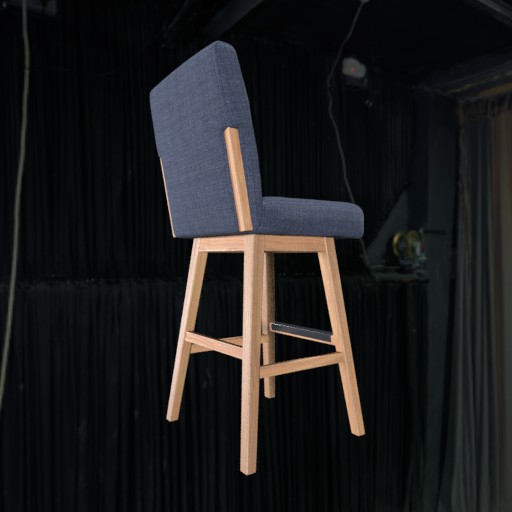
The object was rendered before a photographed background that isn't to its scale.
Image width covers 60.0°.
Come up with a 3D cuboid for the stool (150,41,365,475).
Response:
[{"bbox_3d":[0.000,0.000,1.434,0.570,1.112,0.483,0,0,-36],"label":"stool"}]
